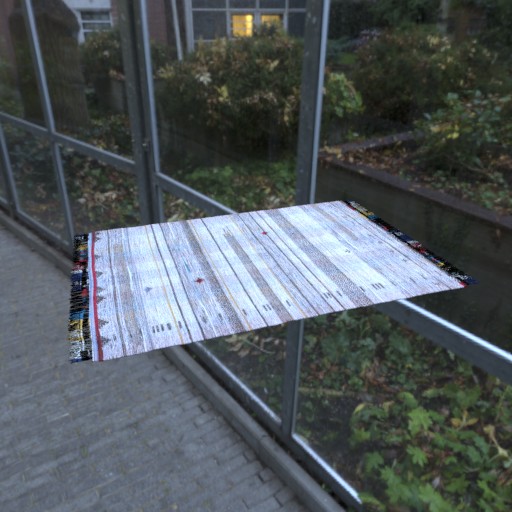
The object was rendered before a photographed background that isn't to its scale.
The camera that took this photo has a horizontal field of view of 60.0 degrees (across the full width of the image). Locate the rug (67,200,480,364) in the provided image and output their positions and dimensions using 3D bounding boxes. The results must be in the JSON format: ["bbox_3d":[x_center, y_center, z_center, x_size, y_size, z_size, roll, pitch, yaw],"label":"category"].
[{"bbox_3d":[0.000,0.000,2.334,1.848,0.012,1.217,-9,29,-17],"label":"rug"}]
